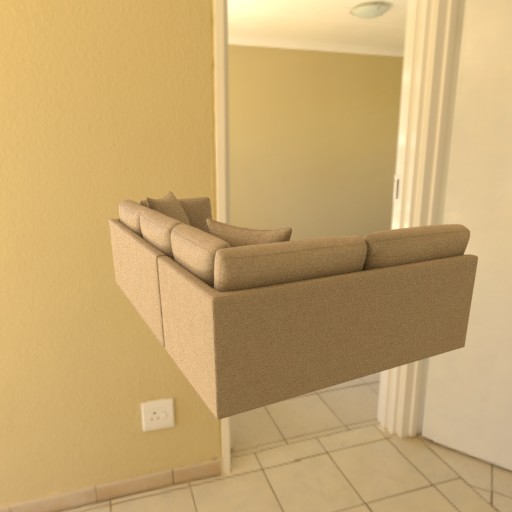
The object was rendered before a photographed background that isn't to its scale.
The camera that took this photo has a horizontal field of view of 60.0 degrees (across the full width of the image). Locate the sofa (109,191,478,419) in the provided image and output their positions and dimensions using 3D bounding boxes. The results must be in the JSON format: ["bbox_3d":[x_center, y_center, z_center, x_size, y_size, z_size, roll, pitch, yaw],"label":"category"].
[{"bbox_3d":[0.000,0.000,3.901,1.994,0.978,2.896,-7,15,-27],"label":"sofa"}]
